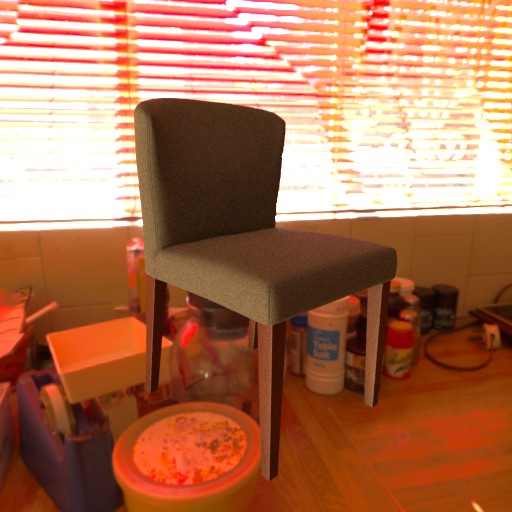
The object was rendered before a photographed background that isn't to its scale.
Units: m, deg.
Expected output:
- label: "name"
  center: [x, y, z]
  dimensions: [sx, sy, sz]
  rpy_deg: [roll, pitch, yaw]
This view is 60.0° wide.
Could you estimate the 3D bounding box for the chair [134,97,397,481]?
- label: "chair"
  center: [0.000, 0.000, 1.195]
  dimensions: [0.491, 0.839, 0.592]
  rpy_deg: [-13, 19, -42]
